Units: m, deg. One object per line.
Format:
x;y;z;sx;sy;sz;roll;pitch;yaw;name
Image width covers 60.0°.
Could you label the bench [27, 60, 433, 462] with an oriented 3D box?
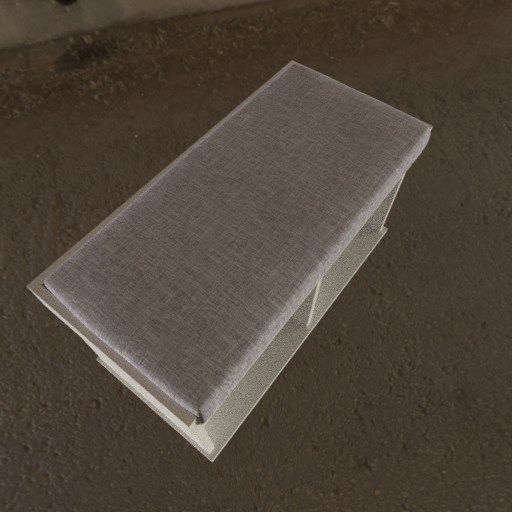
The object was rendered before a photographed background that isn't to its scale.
0.000;0.000;0.975;0.362;0.461;0.734;34;64;19;bench
